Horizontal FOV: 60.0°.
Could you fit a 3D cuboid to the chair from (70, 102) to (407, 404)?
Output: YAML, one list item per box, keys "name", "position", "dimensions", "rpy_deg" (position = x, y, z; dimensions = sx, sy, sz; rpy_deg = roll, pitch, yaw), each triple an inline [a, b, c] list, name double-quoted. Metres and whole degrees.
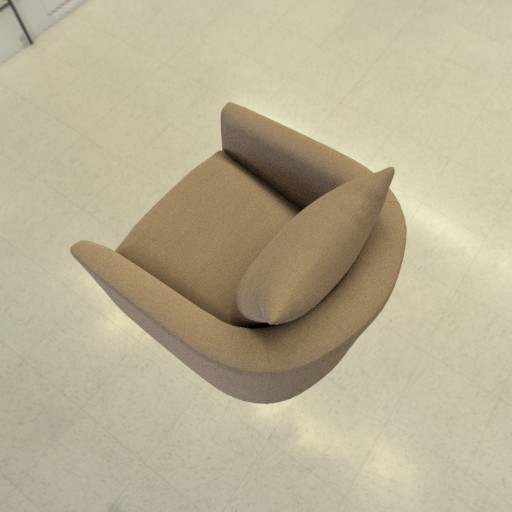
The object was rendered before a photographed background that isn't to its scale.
- name: "chair"
  position: [0.000, 0.000, 1.581]
  dimensions: [0.910, 0.848, 0.845]
  rpy_deg: [35, 69, 16]
